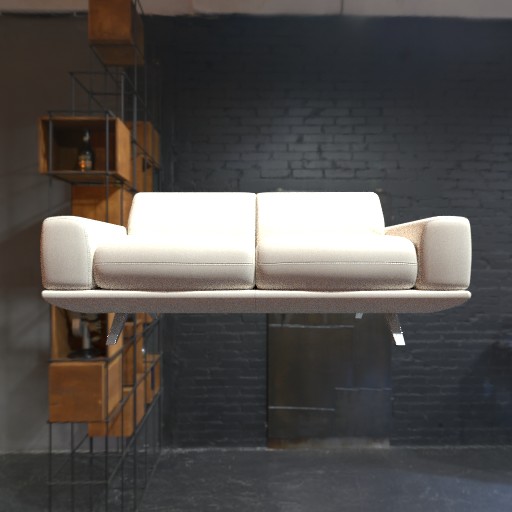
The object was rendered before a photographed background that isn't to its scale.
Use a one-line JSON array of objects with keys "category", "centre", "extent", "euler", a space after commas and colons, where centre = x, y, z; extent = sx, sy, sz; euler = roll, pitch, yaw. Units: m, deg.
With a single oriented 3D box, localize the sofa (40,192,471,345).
[{"category": "sofa", "centre": [0.000, 0.000, 2.354], "extent": [1.901, 0.772, 0.900], "euler": [0, 0, 0]}]
